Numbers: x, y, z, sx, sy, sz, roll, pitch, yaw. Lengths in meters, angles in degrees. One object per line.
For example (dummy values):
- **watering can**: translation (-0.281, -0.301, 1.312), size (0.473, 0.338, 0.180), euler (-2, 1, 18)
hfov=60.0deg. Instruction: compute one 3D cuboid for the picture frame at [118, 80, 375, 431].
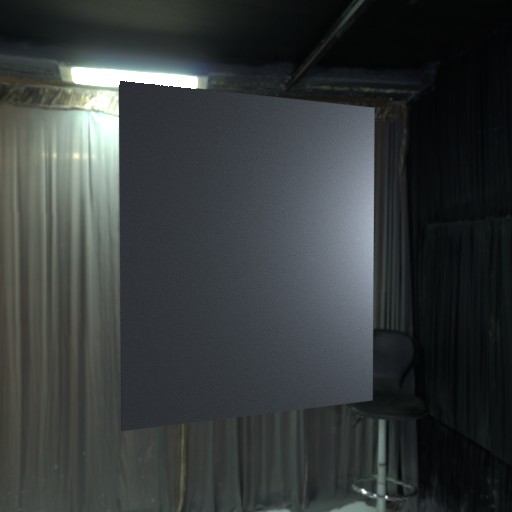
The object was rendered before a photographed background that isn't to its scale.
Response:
- **picture frame**: translation (0.000, 0.000, 0.784), size (0.460, 0.556, 0.028), euler (0, 1, -18)
